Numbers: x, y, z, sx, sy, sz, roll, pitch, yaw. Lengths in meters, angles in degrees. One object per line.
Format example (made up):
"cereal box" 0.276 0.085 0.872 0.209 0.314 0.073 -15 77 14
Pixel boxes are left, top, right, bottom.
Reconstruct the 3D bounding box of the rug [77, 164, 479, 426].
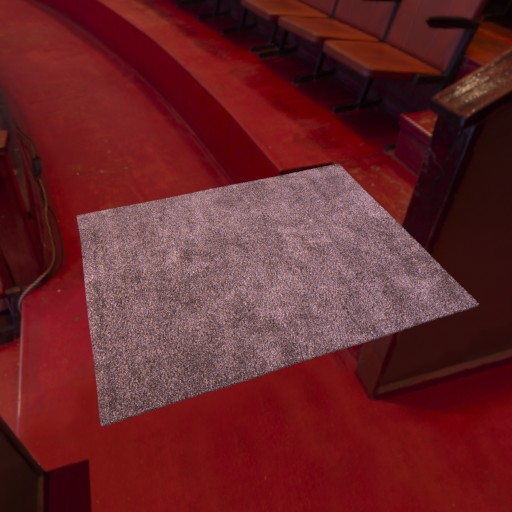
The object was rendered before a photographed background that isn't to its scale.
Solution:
"rug" 0.000 0.000 4.063 3.000 0.025 2.401 -14 43 -15
